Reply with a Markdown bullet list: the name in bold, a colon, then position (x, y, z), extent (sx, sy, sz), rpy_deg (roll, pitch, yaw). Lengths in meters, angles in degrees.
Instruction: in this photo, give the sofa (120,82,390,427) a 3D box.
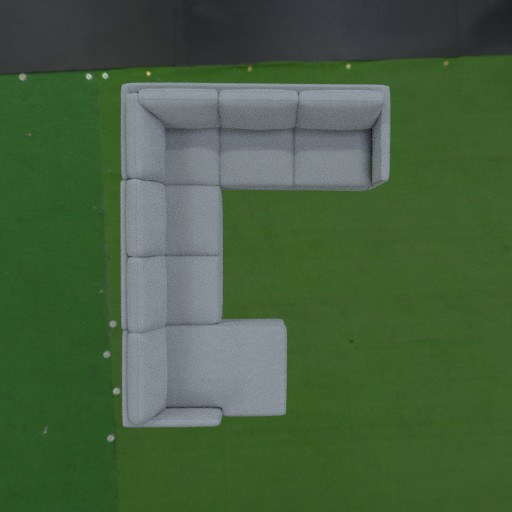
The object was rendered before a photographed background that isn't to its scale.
- **sofa**: position (0.000, 0.000, 4.418), extent (2.551, 0.853, 3.238), rpy_deg (0, 91, -1)
